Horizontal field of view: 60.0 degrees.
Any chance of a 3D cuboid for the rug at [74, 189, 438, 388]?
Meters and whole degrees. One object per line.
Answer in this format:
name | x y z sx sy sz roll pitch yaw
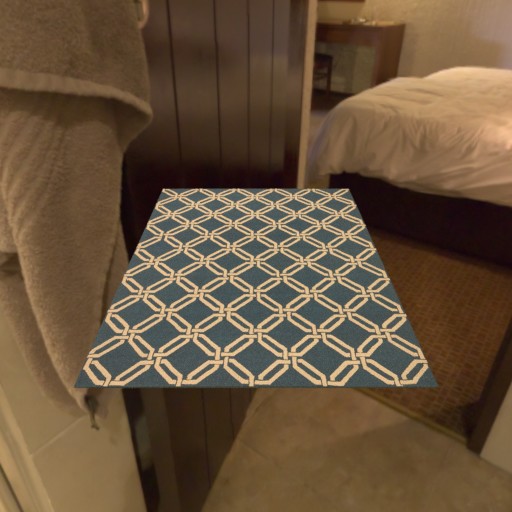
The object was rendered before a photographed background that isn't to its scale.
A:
rug | 0.000 0.000 4.369 2.432 0.018 3.342 0 32 0
